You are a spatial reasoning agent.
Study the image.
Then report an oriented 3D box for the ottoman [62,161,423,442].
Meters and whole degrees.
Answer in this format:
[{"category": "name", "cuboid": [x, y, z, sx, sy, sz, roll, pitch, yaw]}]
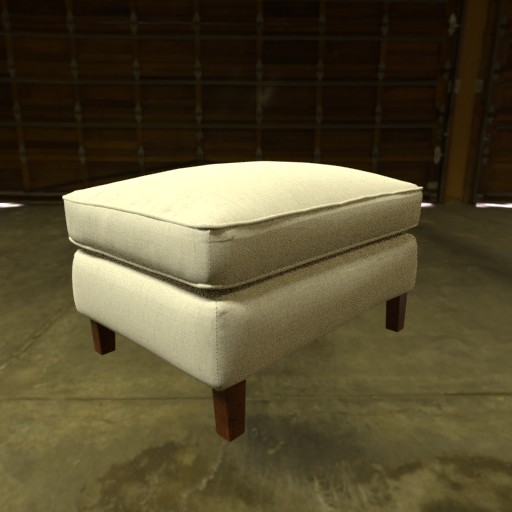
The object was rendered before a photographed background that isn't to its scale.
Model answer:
[{"category": "ottoman", "cuboid": [0.000, 0.000, 0.983, 0.501, 0.406, 0.665, 14, 21, 42]}]
